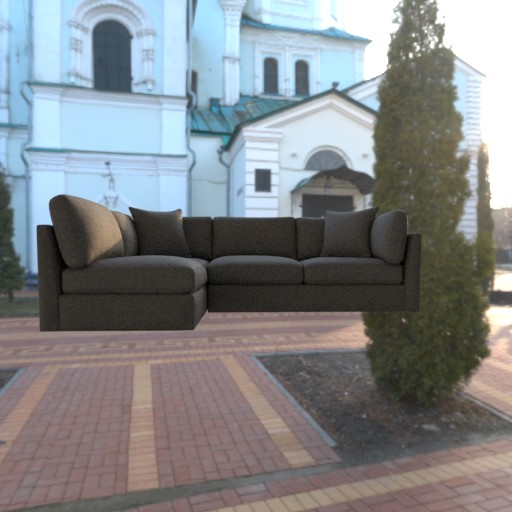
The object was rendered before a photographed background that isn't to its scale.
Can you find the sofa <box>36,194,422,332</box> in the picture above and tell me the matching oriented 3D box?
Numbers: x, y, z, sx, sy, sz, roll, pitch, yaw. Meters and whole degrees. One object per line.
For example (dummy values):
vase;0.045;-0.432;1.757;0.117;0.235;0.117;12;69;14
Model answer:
sofa;0.000;0.000;3.862;2.896;0.978;1.994;0;0;-2
